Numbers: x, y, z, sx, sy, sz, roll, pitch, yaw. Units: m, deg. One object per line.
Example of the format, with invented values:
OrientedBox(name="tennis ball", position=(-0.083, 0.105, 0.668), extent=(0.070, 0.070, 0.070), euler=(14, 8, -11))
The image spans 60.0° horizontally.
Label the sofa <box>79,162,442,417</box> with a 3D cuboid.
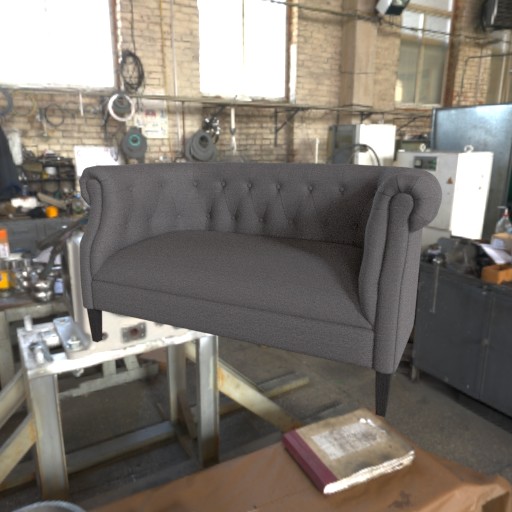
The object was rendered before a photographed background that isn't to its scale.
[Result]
OrientedBox(name="sofa", position=(0.000, 0.000, 2.058), extent=(1.558, 0.827, 0.835), euler=(7, 16, 26))
